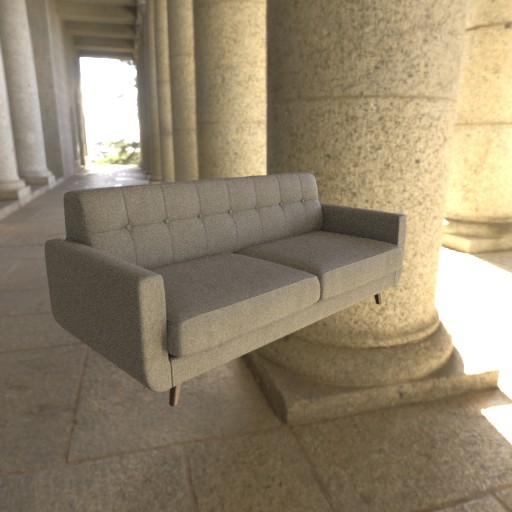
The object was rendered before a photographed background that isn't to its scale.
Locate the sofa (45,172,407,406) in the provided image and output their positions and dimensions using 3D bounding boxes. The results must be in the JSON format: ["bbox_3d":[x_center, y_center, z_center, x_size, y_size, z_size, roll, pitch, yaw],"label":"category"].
[{"bbox_3d":[0.000,0.000,2.624,2.055,0.873,0.968,-14,20,-43],"label":"sofa"}]
